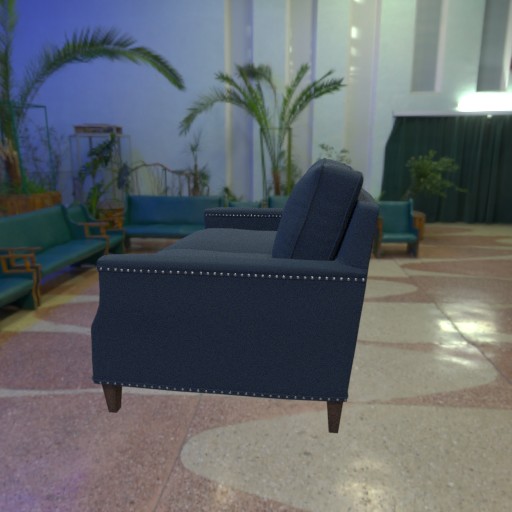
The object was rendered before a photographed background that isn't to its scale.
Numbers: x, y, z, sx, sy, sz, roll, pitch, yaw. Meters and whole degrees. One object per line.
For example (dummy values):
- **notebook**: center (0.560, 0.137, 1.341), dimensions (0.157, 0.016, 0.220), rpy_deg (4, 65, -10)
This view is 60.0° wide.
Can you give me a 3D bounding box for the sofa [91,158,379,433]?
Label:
- **sofa**: center (0.000, 0.000, 2.336), dimensions (1.084, 1.003, 1.597), rpy_deg (2, 13, 9)
